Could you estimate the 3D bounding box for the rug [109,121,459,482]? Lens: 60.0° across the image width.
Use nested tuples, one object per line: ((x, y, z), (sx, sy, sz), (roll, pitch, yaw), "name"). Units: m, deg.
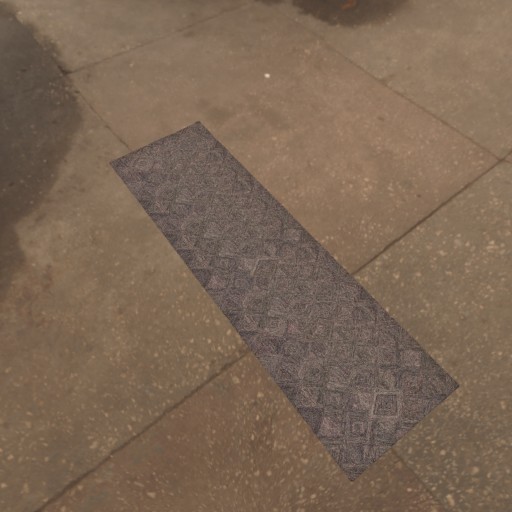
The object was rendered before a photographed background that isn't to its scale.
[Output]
((0.000, 0.000, 2.465), (0.691, 0.011, 2.296), (-31, 62, -19), "rug")
